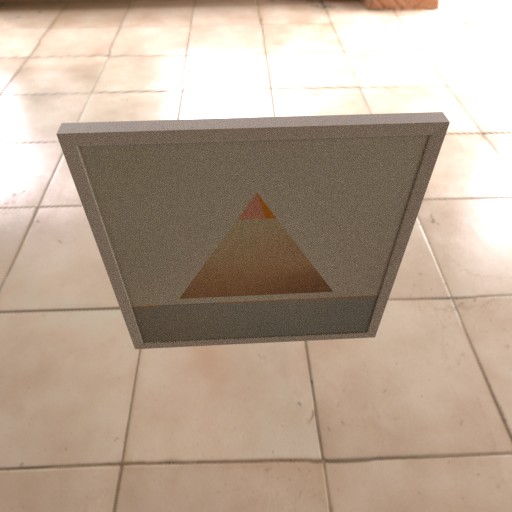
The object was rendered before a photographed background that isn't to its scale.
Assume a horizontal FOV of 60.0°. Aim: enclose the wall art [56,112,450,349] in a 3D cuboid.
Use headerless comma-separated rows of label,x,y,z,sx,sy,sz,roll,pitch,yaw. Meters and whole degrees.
wall art,0.000,0.000,1.153,0.768,0.765,0.041,-2,46,-2
